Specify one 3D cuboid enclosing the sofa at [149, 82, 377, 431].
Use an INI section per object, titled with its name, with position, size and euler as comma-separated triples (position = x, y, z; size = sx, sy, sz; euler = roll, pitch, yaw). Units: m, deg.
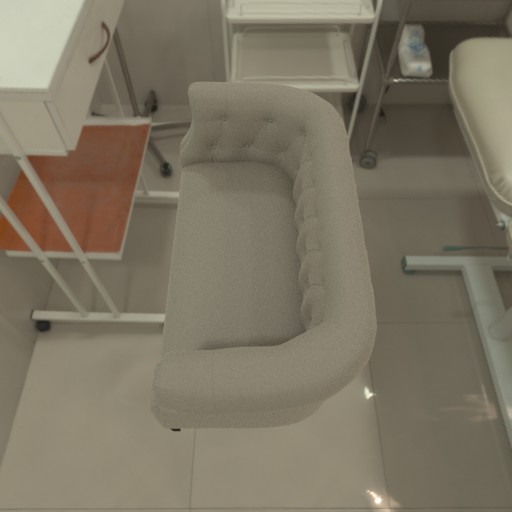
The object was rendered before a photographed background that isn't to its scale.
[sofa]
position = 0.000, 0.000, 2.049
size = 0.835, 0.827, 1.558
euler = 0, 57, 0
